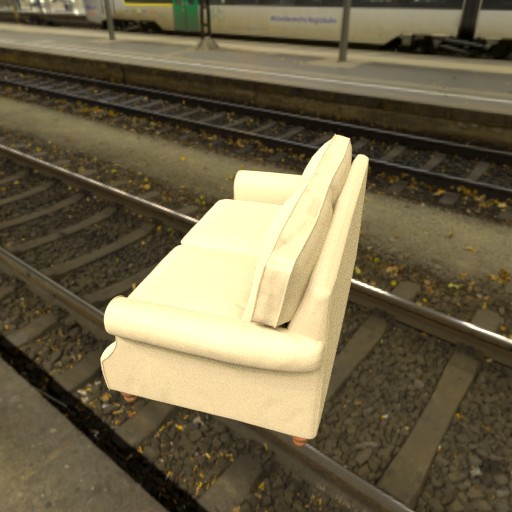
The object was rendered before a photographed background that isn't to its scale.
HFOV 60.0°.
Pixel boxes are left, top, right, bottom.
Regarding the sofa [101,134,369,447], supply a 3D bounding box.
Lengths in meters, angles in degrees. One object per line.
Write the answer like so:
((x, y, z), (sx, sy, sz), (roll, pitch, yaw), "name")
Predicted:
((0.000, 0.000, 2.304), (0.964, 0.937, 1.665), (9, 32, 15), "sofa")
